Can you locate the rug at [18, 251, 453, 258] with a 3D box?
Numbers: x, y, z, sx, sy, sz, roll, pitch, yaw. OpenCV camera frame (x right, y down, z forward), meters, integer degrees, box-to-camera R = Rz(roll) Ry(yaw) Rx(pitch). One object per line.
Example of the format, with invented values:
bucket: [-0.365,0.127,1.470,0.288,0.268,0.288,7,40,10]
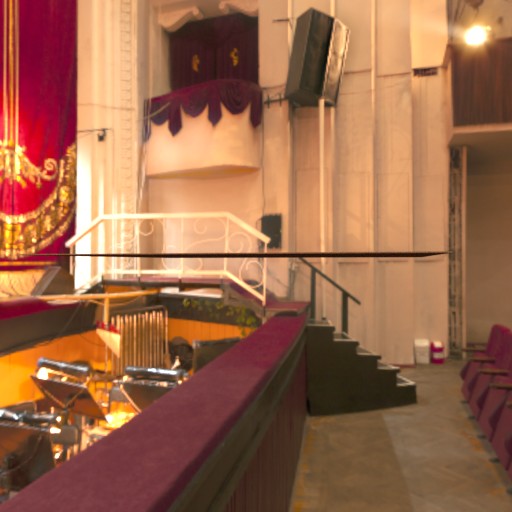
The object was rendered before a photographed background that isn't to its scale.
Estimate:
rug: [0.000,0.000,4.074,3.036,0.008,2.440,0,-1,17]
